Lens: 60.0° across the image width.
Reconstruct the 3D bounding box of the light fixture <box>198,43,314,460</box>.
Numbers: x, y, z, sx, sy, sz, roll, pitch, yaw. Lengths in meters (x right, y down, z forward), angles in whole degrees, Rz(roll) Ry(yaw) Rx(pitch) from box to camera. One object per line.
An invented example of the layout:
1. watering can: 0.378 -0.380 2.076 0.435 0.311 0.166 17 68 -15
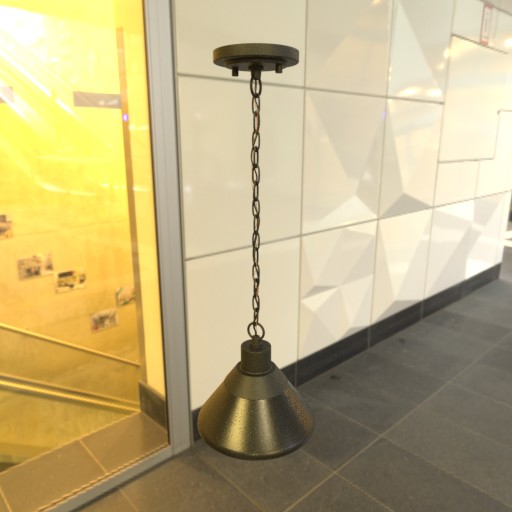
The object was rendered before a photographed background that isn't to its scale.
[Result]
1. light fixture: 0.000 0.000 0.693 0.201 0.588 0.201 8 17 27
